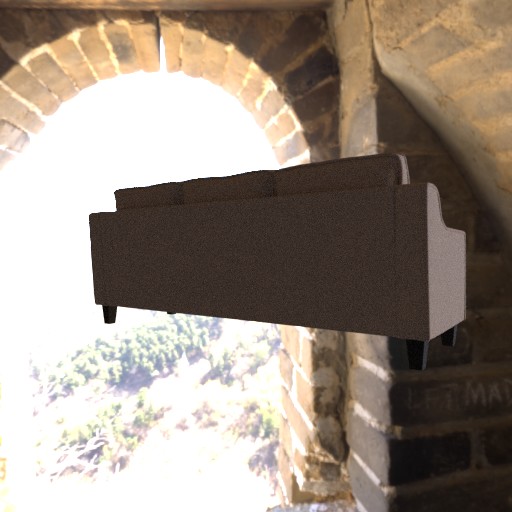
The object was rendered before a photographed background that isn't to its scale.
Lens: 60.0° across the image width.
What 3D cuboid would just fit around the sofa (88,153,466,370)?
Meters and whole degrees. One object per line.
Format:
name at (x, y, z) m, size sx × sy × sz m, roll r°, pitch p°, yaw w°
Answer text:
sofa at (0.000, 0.000, 2.593) m, size 2.131 × 0.902 × 0.791 m, roll 0°, pitch 0°, yaw 35°
